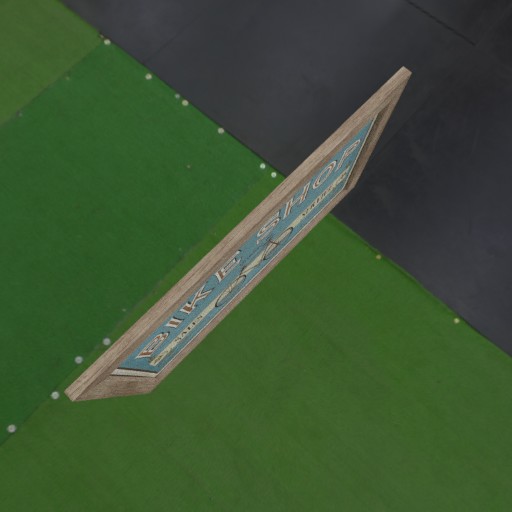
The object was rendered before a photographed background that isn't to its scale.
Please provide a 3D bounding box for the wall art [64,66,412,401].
[{"bbox_3d":[0.000,0.000,0.948,0.021,0.480,0.780,43,79,11],"label":"wall art"}]
